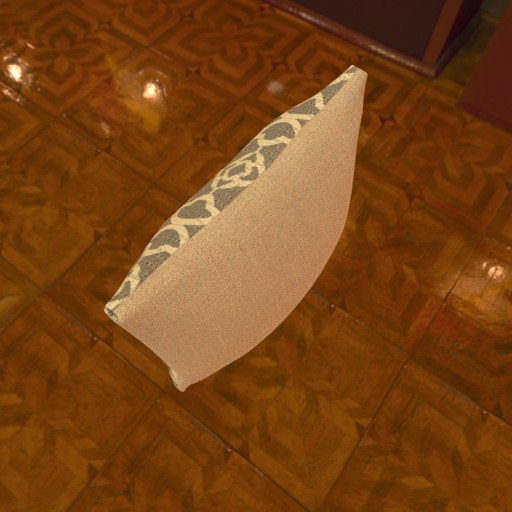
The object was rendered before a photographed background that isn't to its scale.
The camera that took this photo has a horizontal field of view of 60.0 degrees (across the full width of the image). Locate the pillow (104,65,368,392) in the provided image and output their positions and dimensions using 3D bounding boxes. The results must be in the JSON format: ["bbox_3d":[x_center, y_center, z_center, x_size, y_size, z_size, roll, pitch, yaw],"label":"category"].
[{"bbox_3d":[0.000,0.000,0.793,0.215,0.498,0.508,36,69,16],"label":"pillow"}]
